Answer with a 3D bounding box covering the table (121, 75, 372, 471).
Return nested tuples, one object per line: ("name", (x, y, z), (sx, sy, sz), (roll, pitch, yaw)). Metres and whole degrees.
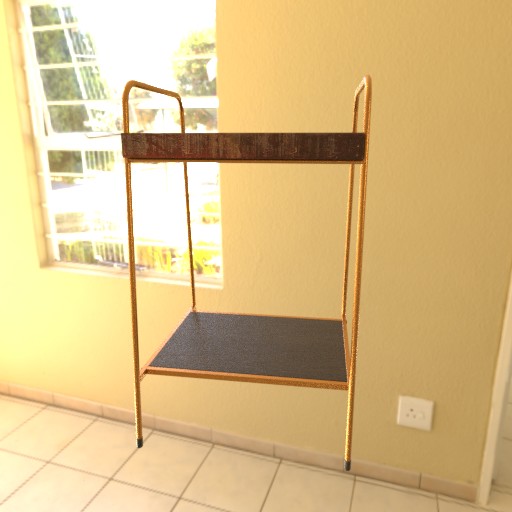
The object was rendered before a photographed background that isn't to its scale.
("table", (0.000, 0.000, 0.981), (0.430, 0.710, 0.430), (2, 15, 8))
